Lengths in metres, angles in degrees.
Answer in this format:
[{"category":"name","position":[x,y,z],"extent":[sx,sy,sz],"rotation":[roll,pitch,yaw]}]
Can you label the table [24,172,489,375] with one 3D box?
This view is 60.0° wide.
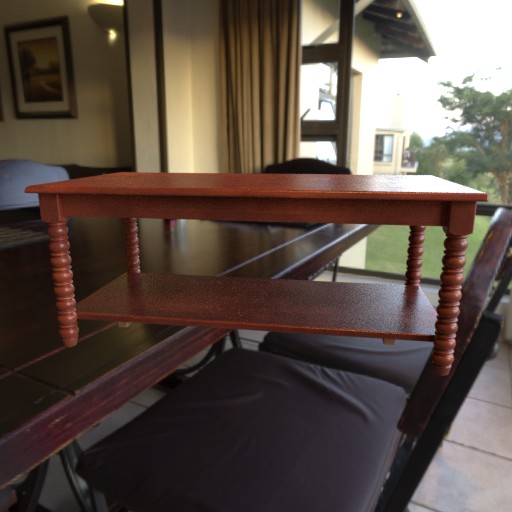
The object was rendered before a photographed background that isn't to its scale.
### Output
[{"category":"table","position":[0.000,0.000,1.430],"extent":[1.171,0.485,0.580],"rotation":[2,15,9]}]
